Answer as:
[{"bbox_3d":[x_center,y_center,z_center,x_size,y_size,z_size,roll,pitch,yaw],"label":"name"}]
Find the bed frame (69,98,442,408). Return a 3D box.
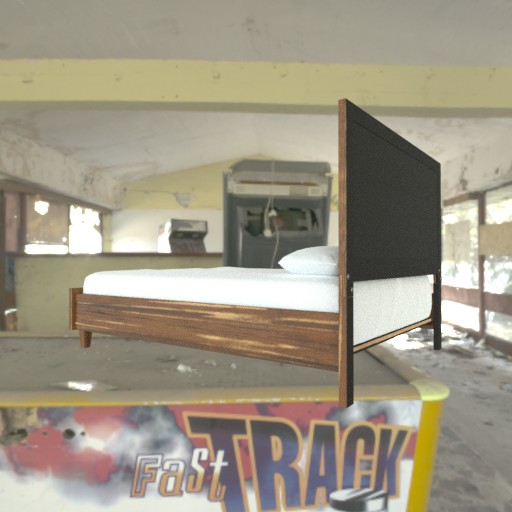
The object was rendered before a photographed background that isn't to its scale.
[{"bbox_3d":[0.000,0.000,3.377,2.276,1.417,1.696,0,-1,36],"label":"bed frame"}]
